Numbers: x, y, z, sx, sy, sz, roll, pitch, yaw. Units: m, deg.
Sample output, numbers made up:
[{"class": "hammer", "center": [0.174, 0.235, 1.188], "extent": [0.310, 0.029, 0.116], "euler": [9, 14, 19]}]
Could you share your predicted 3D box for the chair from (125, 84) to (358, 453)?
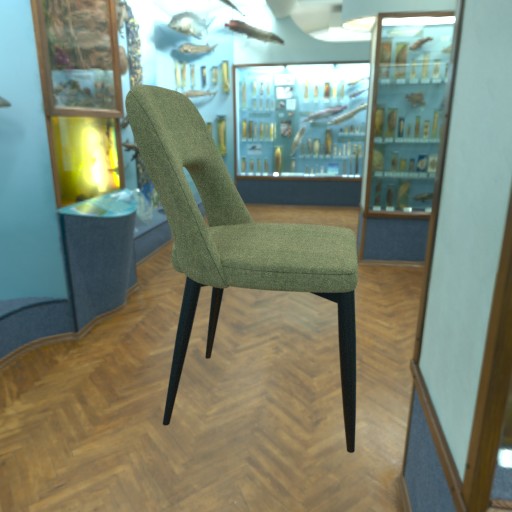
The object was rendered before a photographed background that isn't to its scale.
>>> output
[{"class": "chair", "center": [0.000, 0.000, 1.287], "extent": [0.612, 0.931, 0.470], "euler": [3, 17, 11]}]
